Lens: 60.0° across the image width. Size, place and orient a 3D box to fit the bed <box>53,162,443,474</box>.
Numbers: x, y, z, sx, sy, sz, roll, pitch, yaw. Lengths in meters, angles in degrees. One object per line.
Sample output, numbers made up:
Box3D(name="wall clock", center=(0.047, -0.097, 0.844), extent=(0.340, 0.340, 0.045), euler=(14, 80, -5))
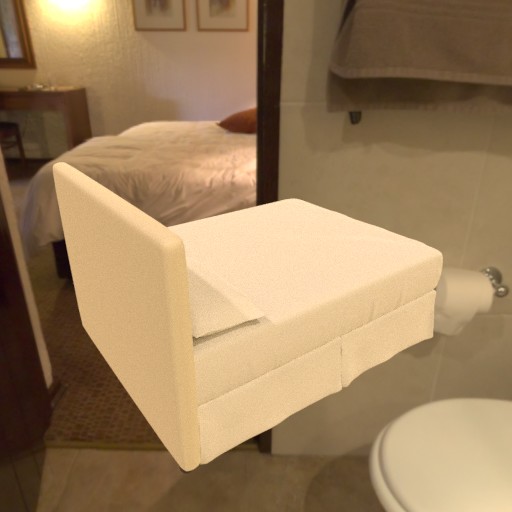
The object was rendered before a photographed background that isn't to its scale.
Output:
Box3D(name="bed", center=(0.000, 0.000, 3.119), extent=(2.147, 1.330, 1.714), euler=(-17, 30, -33))
